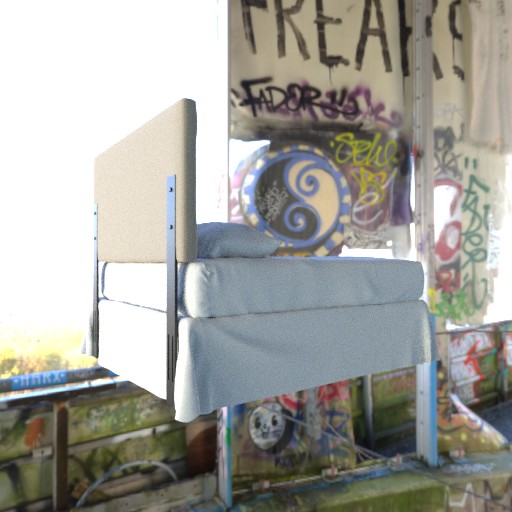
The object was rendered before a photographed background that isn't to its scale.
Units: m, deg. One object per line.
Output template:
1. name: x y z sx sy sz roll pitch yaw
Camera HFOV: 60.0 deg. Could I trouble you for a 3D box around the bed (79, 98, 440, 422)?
1. bed: 0.000 0.000 3.458 2.222 1.577 1.936 0 -1 -35
